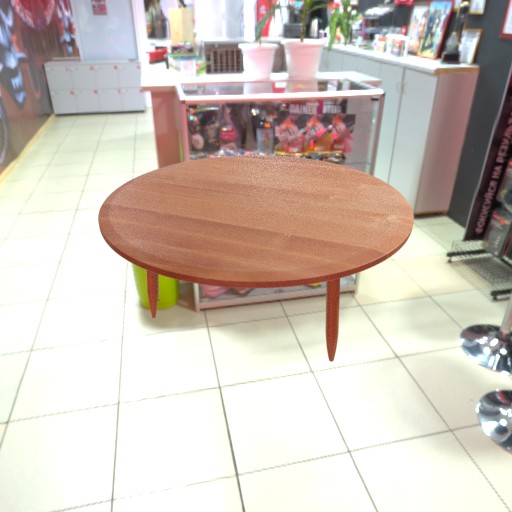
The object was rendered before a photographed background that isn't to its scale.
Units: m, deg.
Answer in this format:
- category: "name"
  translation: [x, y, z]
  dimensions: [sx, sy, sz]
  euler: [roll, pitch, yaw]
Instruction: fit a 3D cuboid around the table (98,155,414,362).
- category: "table"
  translation: [0.000, 0.000, 1.418]
  dimensions: [0.900, 0.400, 0.900]
  euler: [0, 30, 0]
